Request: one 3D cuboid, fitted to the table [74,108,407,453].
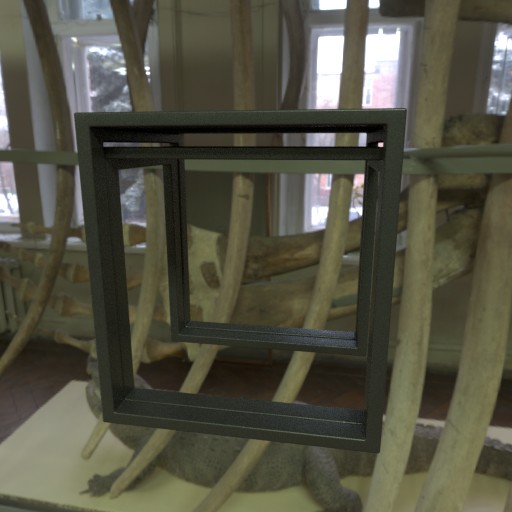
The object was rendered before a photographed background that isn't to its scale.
[{"bbox_3d":[0.000,0.000,0.929,0.500,0.550,0.449,2,14,10],"label":"table"}]
